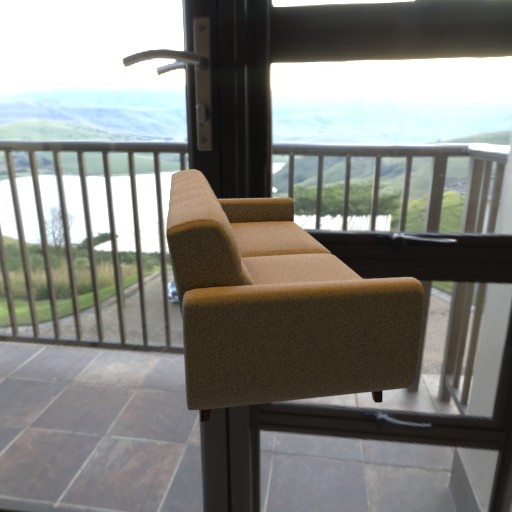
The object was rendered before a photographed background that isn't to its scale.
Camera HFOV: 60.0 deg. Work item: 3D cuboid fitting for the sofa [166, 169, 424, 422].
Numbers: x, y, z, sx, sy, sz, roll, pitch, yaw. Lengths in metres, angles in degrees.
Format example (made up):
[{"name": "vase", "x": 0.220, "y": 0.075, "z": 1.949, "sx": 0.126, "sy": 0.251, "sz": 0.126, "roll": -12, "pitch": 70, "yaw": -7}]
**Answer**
[{"name": "sofa", "x": 0.000, "y": 0.000, "z": 2.662, "sx": 0.980, "sy": 0.892, "sz": 2.137, "roll": -3, "pitch": 17, "yaw": -9}]
